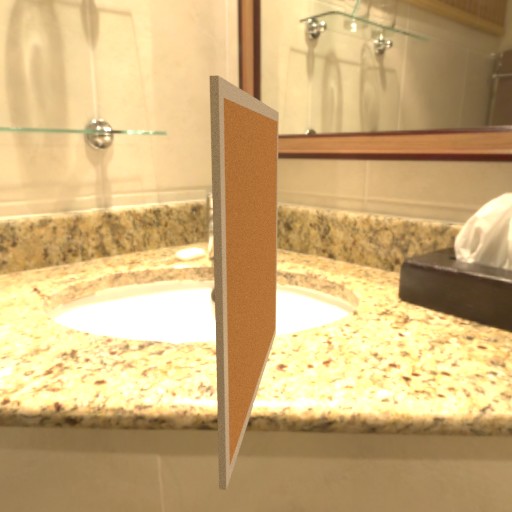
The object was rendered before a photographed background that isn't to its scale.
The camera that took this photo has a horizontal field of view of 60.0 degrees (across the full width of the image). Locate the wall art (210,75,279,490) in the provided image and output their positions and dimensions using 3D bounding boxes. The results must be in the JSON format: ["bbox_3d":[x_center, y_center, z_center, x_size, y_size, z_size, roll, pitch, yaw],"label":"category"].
[{"bbox_3d":[0.000,0.000,0.686,0.009,0.457,0.456,2,14,10],"label":"wall art"}]
